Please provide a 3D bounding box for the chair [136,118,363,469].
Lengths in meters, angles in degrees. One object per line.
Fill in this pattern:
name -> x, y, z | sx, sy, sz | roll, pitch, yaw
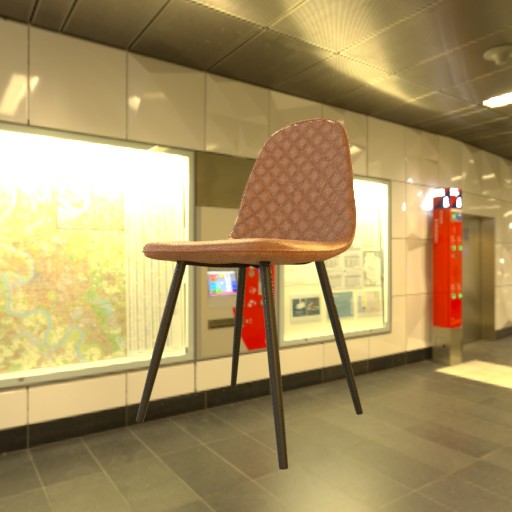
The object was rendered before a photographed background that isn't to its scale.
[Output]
chair -> 0.000, 0.000, 1.231 | 0.472, 0.889, 0.561 | 0, 0, 36
